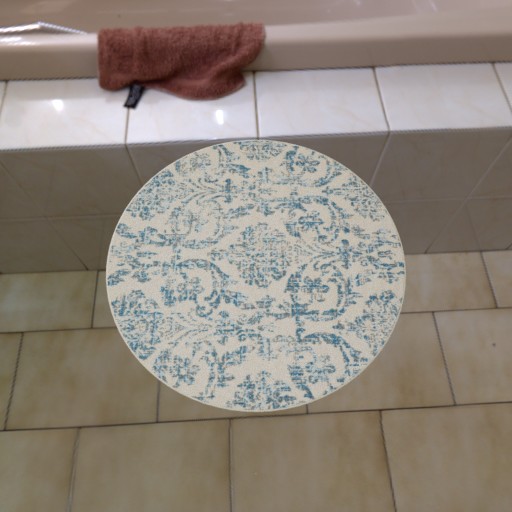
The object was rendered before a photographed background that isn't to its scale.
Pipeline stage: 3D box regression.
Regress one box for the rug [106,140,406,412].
[{"bbox_3d":[0.000,0.000,2.379,1.593,0.012,1.593,0,64,0],"label":"rug"}]
